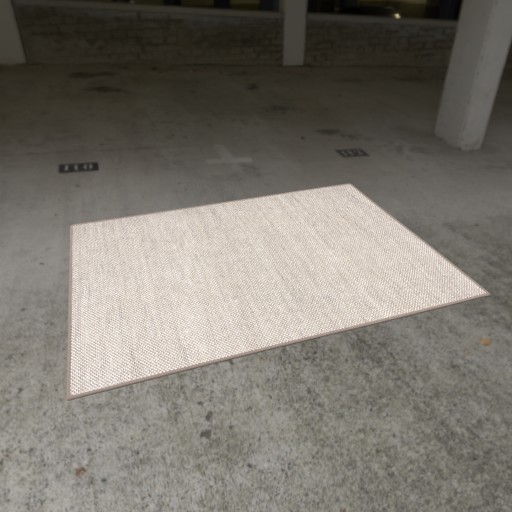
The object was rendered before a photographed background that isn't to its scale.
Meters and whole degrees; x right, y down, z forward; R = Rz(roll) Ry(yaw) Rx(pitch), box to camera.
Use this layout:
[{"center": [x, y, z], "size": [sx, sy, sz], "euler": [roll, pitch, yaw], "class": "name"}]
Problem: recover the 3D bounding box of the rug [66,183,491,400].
[{"center": [0.000, 0.000, 2.653], "size": [2.115, 0.013, 1.517], "euler": [-11, 35, -16], "class": "rug"}]
